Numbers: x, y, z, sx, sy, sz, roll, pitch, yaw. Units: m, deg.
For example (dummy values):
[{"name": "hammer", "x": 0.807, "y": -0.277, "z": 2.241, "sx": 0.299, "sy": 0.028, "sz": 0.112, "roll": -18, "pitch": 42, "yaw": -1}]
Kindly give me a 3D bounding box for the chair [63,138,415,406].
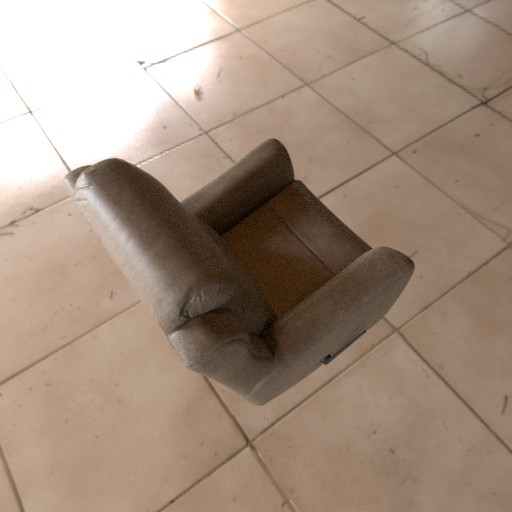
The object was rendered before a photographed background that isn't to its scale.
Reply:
[{"name": "chair", "x": 0.000, "y": 0.000, "z": 1.886, "sx": 1.068, "sy": 1.116, "sz": 0.967, "roll": -32, "pitch": 62, "yaw": -19}]
